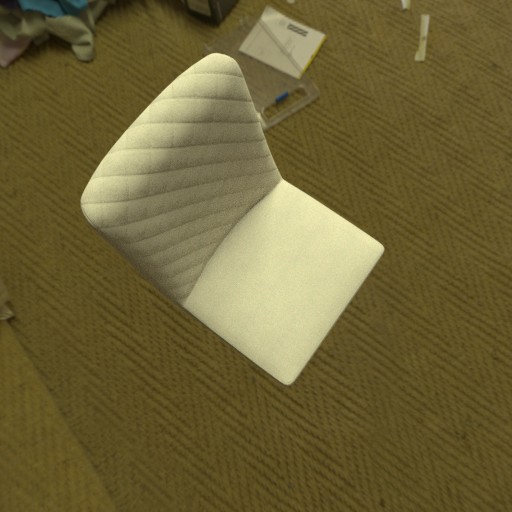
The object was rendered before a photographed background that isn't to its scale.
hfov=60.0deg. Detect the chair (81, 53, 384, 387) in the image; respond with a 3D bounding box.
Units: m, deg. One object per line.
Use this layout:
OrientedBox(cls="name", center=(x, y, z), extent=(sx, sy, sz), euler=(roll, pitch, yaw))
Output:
OrientedBox(cls="chair", center=(0.000, 0.000, 1.298), extent=(0.597, 0.933, 0.503), euler=(36, 78, 9))
